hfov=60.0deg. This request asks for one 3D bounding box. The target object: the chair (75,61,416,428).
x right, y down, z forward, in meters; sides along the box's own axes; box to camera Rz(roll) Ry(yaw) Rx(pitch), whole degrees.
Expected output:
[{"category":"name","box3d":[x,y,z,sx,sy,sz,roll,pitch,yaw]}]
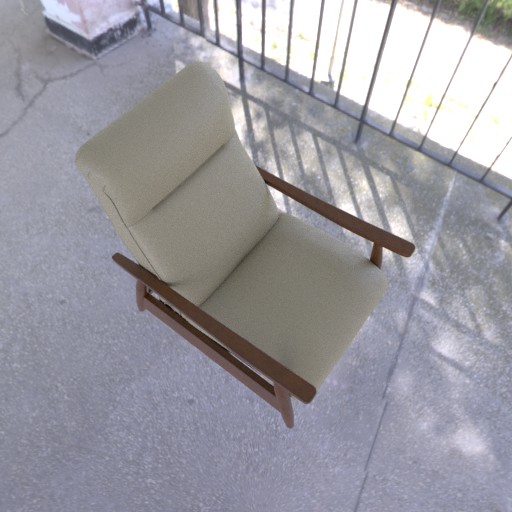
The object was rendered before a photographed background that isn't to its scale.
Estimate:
[{"category":"chair","box3d":[0.000,0.000,1.814,1.014,1.082,0.762,33,65,18]}]
